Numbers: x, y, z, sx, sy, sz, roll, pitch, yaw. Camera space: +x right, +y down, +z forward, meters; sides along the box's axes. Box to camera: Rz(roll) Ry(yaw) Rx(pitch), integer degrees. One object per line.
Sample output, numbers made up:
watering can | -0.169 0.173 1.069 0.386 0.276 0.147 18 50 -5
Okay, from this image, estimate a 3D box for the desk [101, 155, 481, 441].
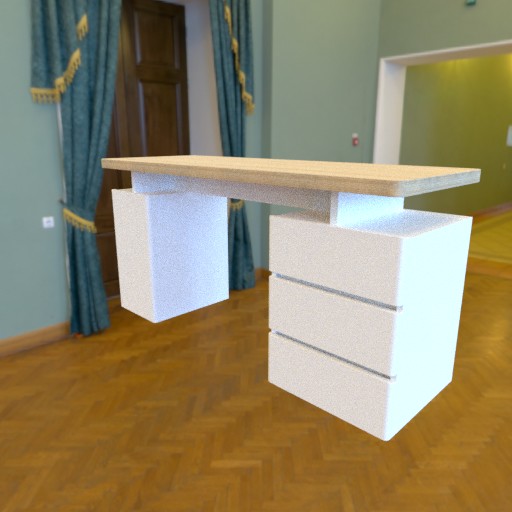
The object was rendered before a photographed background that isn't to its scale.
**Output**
desk | 0.000 0.000 1.834 1.500 0.755 0.550 14 21 43
